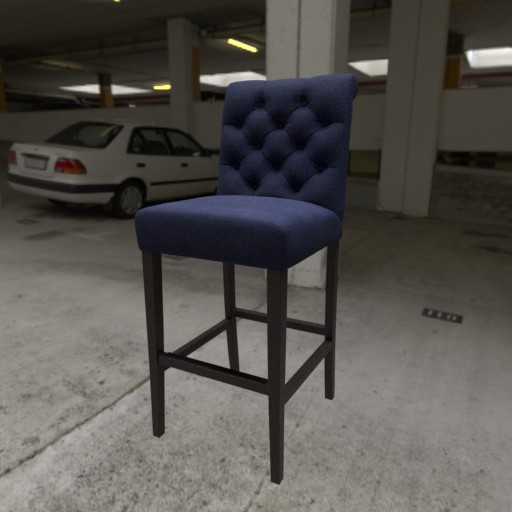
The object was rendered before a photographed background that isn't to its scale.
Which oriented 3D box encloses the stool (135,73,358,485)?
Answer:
[{"bbox_3d":[0.000,0.000,1.439,0.493,1.140,0.601,8,16,27],"label":"stool"}]
